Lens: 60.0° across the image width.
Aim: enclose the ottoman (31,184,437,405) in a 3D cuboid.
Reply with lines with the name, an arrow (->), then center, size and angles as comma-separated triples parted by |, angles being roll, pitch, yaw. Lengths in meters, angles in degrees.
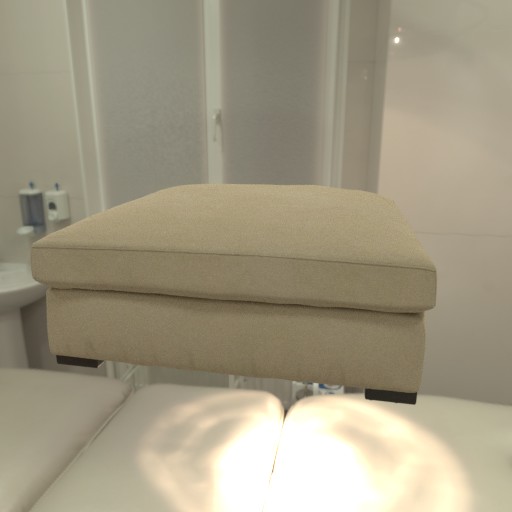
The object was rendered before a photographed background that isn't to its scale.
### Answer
ottoman -> 0.000, 0.000, 1.823 | 1.205, 0.522, 1.190 | 3, 16, 11
